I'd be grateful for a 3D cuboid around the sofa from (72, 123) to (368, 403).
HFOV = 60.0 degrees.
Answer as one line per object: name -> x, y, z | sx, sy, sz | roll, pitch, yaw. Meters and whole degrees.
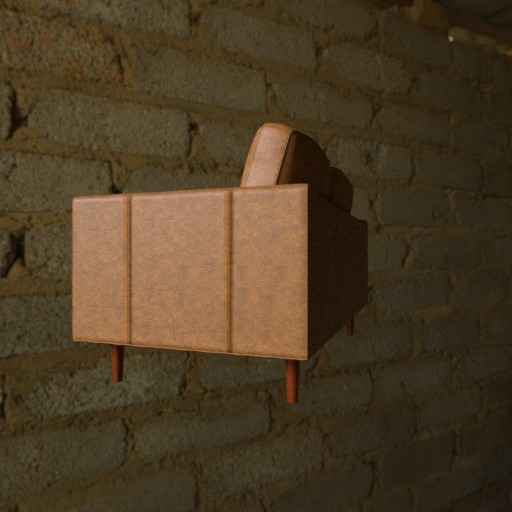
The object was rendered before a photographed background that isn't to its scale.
sofa -> 0.000, 0.000, 2.182 | 0.909, 0.951, 1.578 | 0, 0, 20
